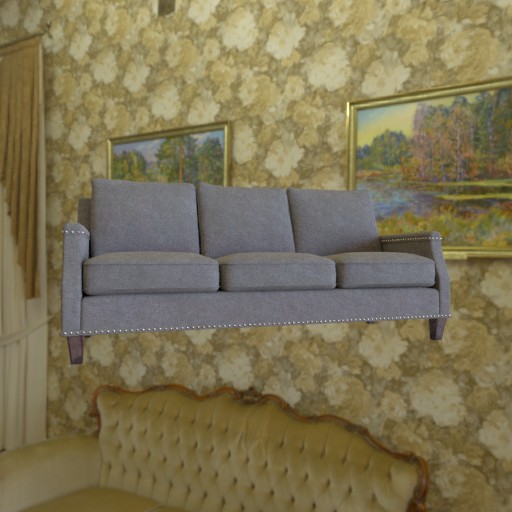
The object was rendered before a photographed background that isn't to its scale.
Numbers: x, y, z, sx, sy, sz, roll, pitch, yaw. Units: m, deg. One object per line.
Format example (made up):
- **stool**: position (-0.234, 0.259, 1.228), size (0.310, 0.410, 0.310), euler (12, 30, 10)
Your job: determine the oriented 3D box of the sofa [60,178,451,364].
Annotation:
- **sofa**: position (0.000, 0.000, 2.856), size (2.226, 1.042, 1.034), euler (0, 0, -18)
